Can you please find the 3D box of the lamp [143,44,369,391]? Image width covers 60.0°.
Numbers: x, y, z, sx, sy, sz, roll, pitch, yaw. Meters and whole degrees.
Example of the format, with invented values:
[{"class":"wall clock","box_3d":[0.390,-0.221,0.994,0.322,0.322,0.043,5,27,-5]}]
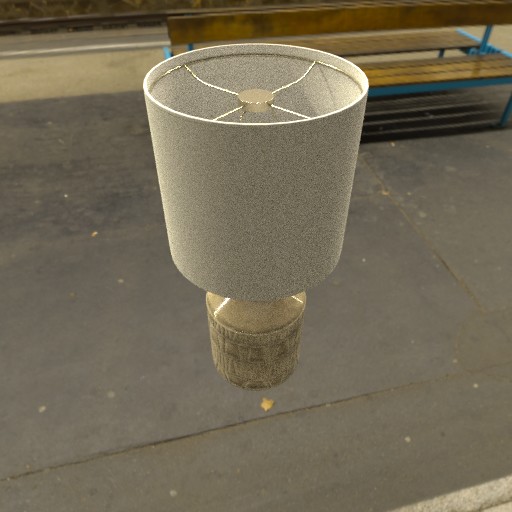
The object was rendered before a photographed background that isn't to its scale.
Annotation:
[{"class":"lamp","box_3d":[0.000,0.000,0.572,0.211,0.455,0.211,-25,47,-26]}]
